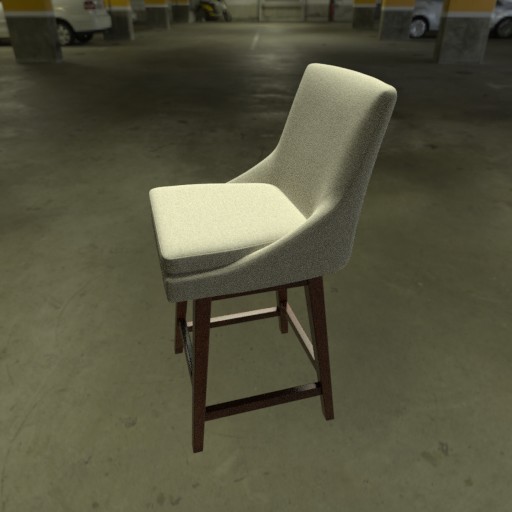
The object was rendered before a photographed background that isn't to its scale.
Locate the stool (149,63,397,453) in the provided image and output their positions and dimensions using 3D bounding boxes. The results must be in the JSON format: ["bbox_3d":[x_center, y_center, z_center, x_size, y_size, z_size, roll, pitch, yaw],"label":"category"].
[{"bbox_3d":[0.000,0.000,1.301,0.559,0.991,0.469,-8,31,-14],"label":"stool"}]
